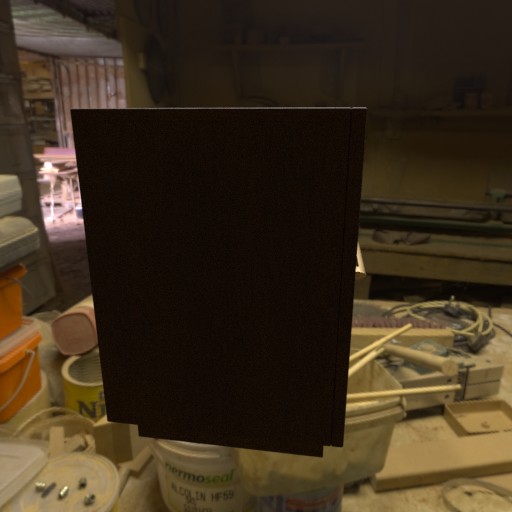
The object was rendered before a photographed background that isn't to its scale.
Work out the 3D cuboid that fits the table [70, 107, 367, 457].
[{"bbox_3d":[0.000,0.000,0.938,0.439,0.585,0.560,3,18,9],"label":"table"}]
